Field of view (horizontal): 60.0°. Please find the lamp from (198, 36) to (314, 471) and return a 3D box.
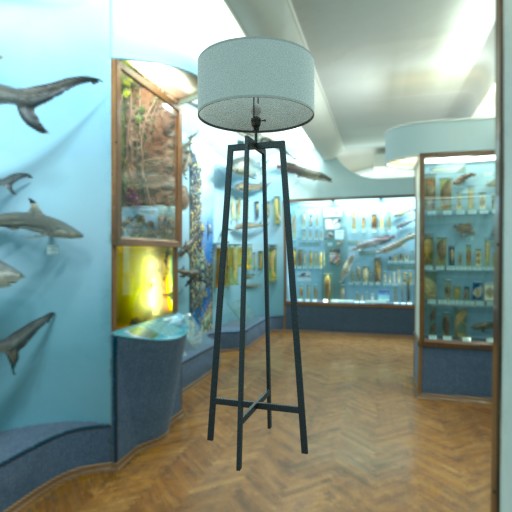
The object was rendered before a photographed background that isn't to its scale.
[{"bbox_3d":[0.000,0.000,1.753,0.456,1.510,0.457,0,0,18],"label":"lamp"}]
